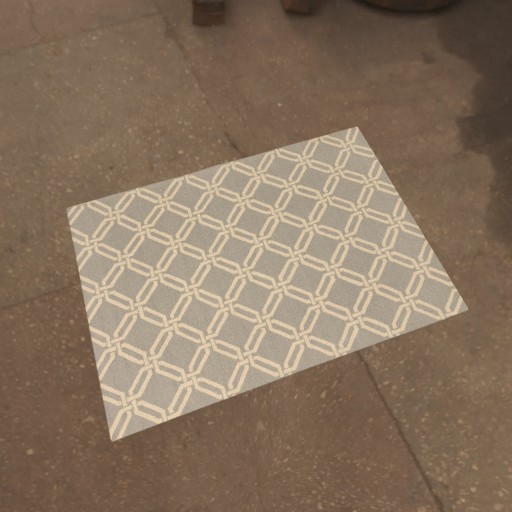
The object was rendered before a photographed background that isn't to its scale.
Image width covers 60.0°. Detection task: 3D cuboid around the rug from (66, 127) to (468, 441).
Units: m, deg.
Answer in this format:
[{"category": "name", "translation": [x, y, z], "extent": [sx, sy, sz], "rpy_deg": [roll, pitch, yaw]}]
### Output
[{"category": "rug", "translation": [0.000, 0.000, 2.775], "extent": [2.133, 0.013, 1.522], "rpy_deg": [-18, 64, -9]}]
